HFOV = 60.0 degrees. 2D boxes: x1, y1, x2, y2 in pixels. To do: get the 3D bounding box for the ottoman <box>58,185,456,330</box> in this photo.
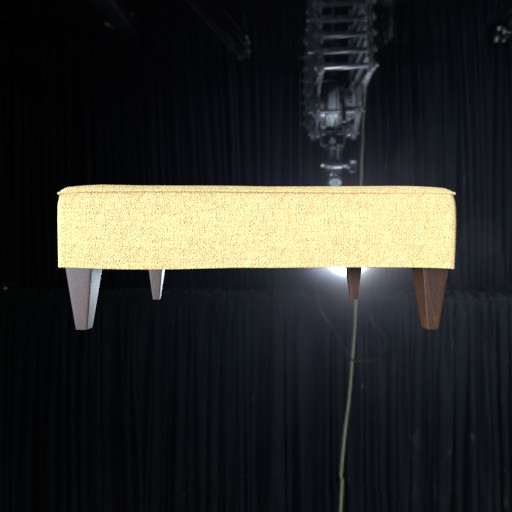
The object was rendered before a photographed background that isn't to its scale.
[{"bbox_3d":[0.000,0.000,1.546,0.981,0.378,0.970,0,-1,0],"label":"ottoman"}]
